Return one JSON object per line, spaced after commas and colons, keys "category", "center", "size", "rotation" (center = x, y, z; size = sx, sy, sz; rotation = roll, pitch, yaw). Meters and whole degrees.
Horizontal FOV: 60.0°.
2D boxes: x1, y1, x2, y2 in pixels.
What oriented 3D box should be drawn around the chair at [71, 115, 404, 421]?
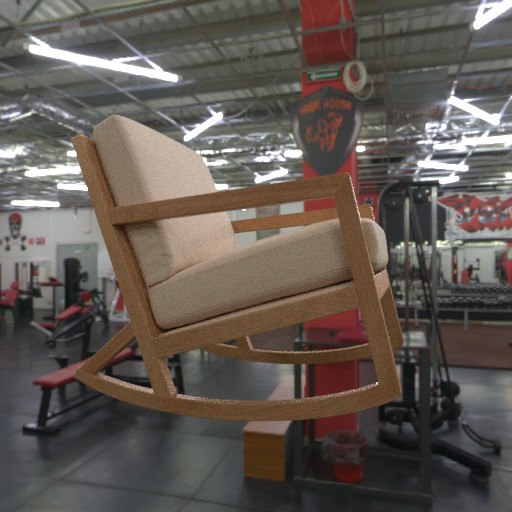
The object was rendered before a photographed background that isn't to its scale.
{"category": "chair", "center": [0.000, 0.000, 1.362], "size": [0.857, 0.790, 0.622], "rotation": [0, 0, 19]}
